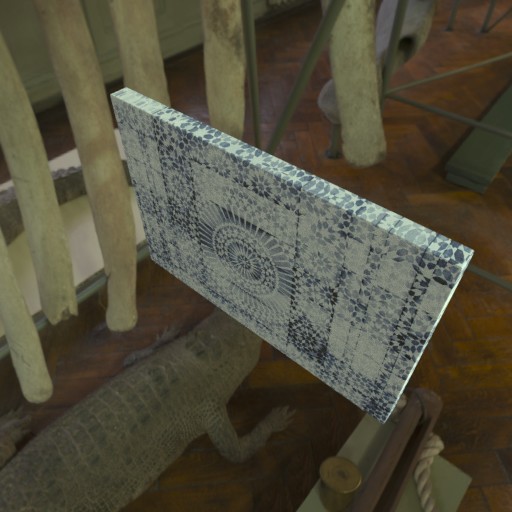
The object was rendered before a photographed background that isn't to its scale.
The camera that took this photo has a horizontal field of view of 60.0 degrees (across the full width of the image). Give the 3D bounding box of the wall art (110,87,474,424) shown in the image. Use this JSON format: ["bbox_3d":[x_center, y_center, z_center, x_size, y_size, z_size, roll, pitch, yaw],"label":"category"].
[{"bbox_3d":[0.000,0.000,1.145,0.911,0.608,0.057,31,54,26],"label":"wall art"}]
